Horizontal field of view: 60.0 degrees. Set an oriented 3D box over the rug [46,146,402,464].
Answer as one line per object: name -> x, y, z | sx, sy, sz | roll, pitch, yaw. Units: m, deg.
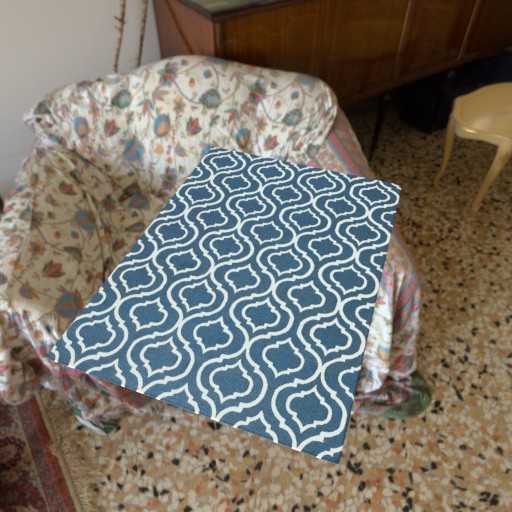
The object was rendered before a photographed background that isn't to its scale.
rug -> 0.000, 0.000, 4.421 | 2.438, 0.010, 3.353 | 15, 48, 14
